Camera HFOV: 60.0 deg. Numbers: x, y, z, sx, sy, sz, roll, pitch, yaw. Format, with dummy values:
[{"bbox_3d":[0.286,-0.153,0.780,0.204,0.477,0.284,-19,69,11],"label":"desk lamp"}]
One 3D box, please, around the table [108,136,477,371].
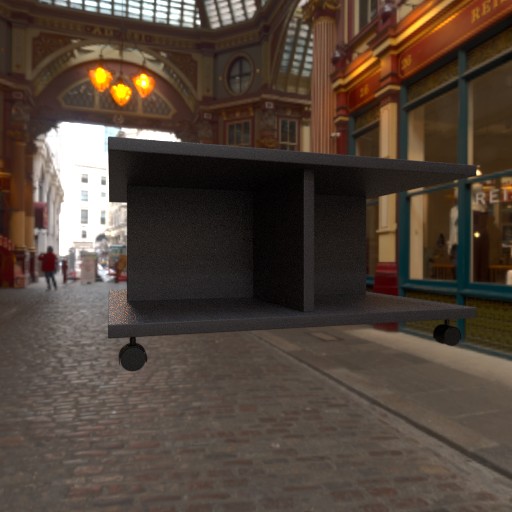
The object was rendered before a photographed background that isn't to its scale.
[{"bbox_3d":[0.000,0.000,1.207,0.762,0.396,0.762,0,0,-18],"label":"table"}]
